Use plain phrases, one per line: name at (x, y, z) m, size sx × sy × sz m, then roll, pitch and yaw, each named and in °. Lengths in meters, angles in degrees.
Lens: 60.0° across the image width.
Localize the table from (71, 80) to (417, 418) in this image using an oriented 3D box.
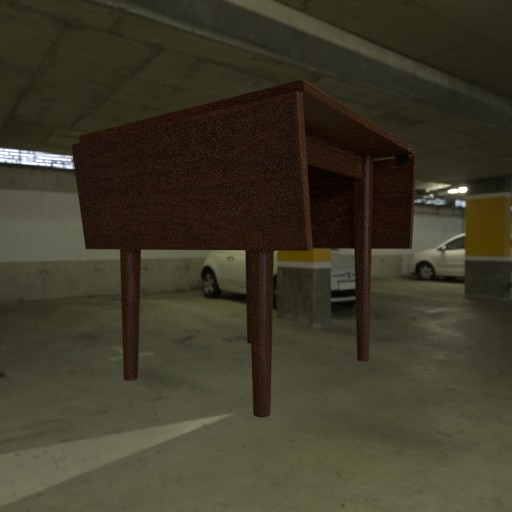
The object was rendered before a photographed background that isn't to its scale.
table at (0.000, 0.000, 1.488) m, size 0.812 × 0.763 × 0.843 m, roll 1°, pitch 2°, yaw 36°
